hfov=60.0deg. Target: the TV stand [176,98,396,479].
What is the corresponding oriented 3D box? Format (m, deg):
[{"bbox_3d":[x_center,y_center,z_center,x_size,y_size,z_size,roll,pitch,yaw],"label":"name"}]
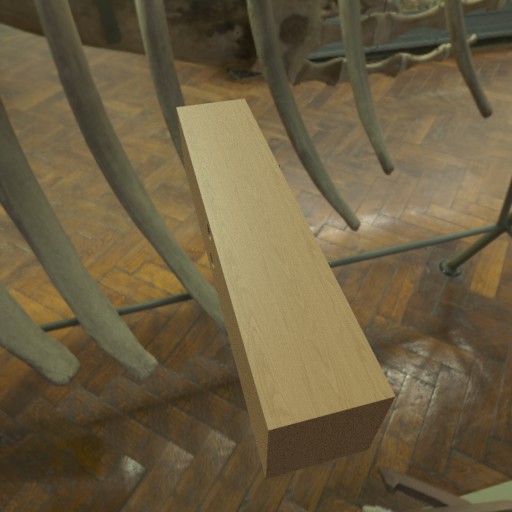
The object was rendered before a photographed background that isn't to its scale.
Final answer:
[{"bbox_3d":[0.000,0.000,2.001,0.400,0.580,1.760,-11,48,-10],"label":"TV stand"}]
